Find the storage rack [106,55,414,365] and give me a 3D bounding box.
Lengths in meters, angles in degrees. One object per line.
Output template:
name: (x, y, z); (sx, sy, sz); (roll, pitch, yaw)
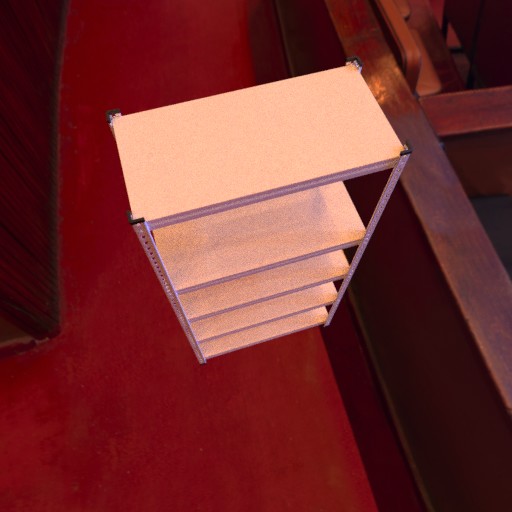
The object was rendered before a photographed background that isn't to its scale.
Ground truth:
storage rack: (0.000, 0.000, 2.258); (0.914, 1.829, 0.457); (-15, 64, -8)
